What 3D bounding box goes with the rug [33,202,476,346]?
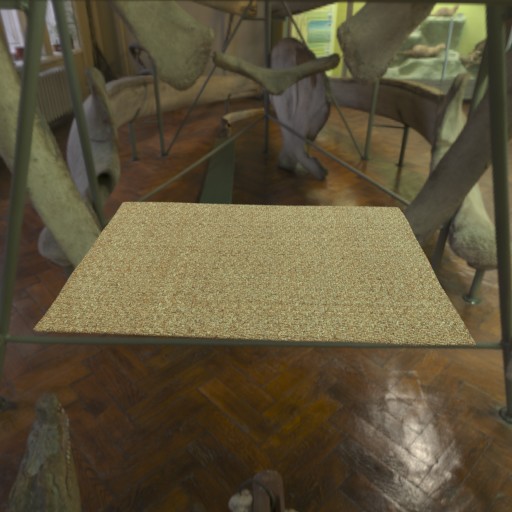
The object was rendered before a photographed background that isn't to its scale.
[{"bbox_3d":[0.000,0.000,2.770,2.141,0.013,1.566,1,31,2],"label":"rug"}]
